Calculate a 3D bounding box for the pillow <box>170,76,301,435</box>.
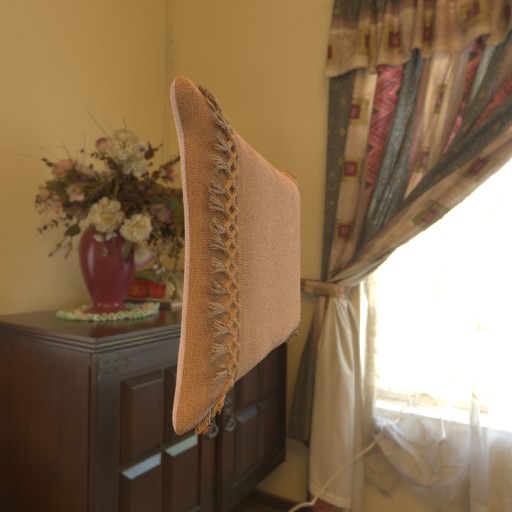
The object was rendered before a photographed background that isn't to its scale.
[{"bbox_3d":[0.000,0.000,0.585,0.084,0.305,0.466,0,0,16],"label":"pillow"}]
